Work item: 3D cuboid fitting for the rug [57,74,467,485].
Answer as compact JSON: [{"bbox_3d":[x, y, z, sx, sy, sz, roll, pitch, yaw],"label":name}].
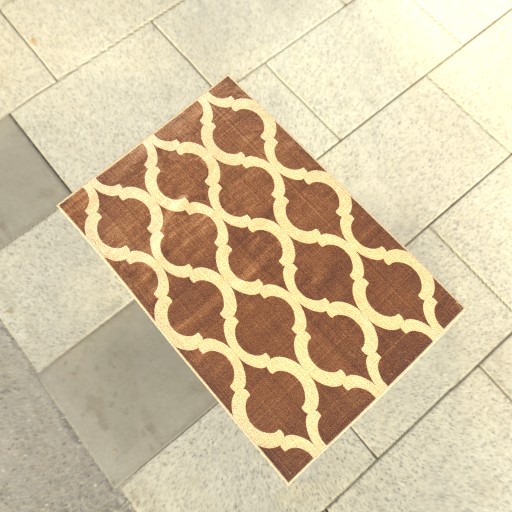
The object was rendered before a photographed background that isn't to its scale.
[{"bbox_3d":[0.000,0.000,2.860,1.526,0.014,2.290,-41,79,-10],"label":"rug"}]
